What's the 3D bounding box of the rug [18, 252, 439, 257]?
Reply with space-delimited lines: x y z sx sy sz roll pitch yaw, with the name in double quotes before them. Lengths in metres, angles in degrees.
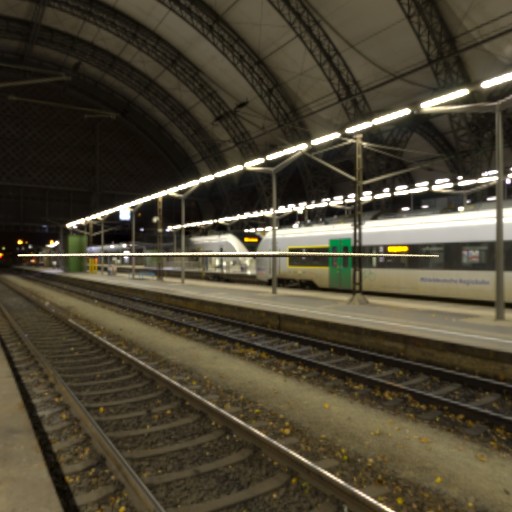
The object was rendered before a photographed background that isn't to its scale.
"rug" 0.000 0.000 4.017 2.441 0.015 3.050 0 0 36
